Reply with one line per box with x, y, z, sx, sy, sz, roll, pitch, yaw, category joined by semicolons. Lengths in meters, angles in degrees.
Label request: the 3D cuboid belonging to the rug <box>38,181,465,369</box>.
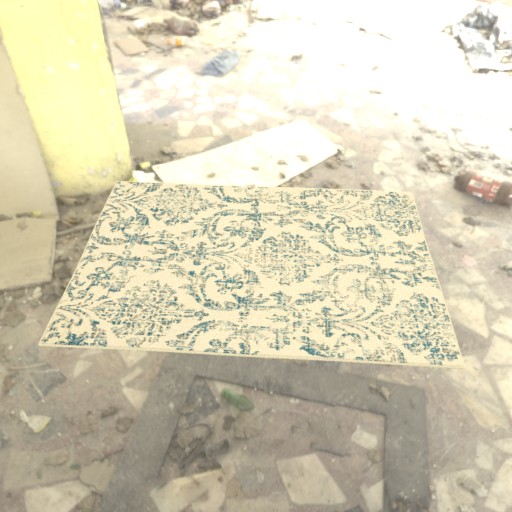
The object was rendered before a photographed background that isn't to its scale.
0.000;0.000;2.318;1.831;0.012;1.213;3;45;3;rug
